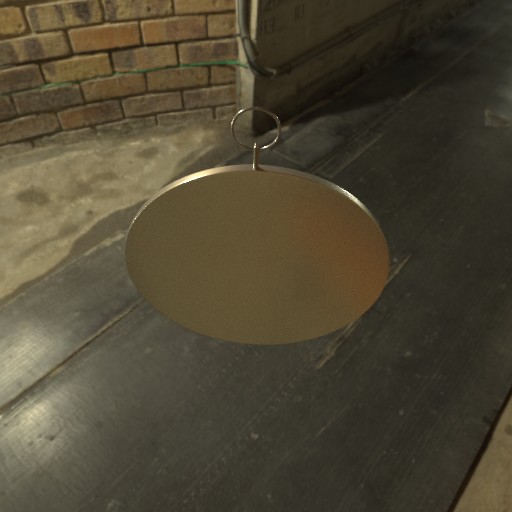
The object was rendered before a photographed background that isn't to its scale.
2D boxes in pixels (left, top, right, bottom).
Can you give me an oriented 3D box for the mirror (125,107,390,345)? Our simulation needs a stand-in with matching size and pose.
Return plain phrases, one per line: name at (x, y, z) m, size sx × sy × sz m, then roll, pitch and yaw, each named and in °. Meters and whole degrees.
mirror at (0.000, 0.000, 0.978) m, size 0.594 × 0.713 × 0.020 m, roll 2°, pitch 48°, yaw 2°
